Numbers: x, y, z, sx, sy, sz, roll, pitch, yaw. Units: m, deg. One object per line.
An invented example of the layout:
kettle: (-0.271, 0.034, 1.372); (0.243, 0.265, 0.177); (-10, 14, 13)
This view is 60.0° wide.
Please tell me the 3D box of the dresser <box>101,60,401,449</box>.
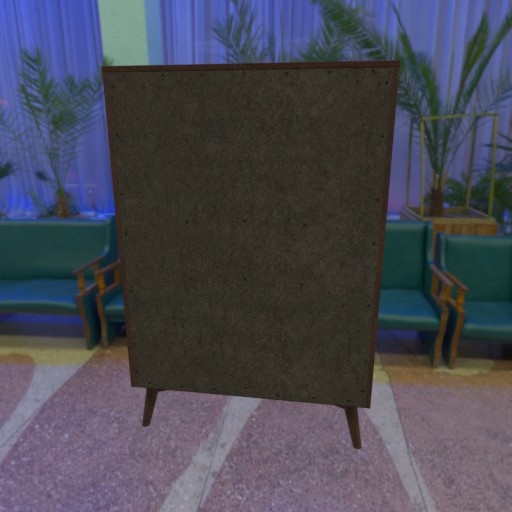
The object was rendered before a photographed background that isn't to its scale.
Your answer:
dresser: (0.000, 0.000, 1.773); (0.919, 1.365, 0.498); (3, 17, 8)
